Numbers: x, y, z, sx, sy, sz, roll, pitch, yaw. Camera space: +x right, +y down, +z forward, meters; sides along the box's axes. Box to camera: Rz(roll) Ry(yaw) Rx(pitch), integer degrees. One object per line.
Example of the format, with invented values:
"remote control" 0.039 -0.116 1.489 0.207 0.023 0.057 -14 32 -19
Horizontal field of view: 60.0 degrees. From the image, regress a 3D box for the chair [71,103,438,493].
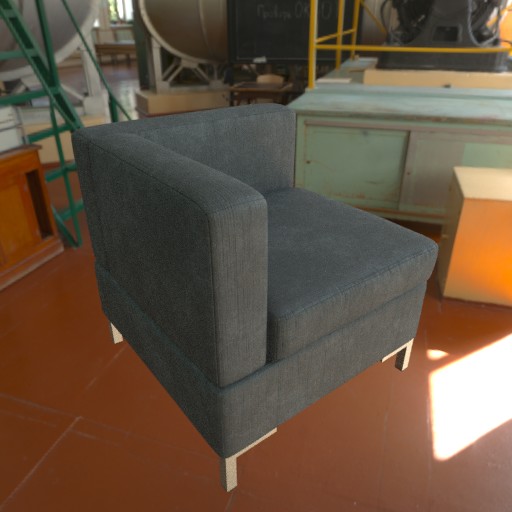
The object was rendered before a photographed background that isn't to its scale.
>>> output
"chair" 0.000 0.000 1.179 0.680 0.660 0.680 -20 34 -32
